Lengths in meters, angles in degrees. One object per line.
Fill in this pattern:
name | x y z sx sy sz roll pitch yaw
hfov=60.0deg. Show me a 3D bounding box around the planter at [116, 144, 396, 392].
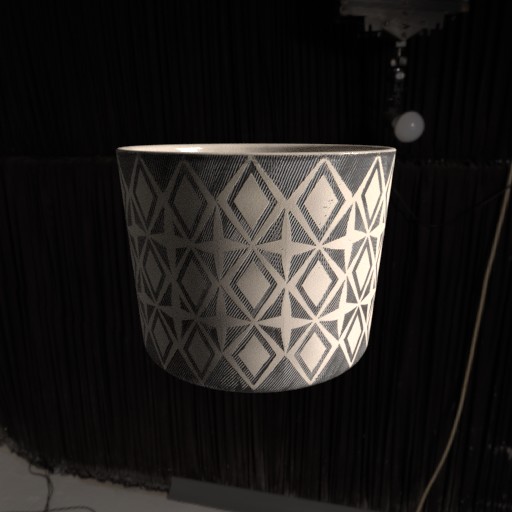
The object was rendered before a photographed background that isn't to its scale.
planter | 0.000 0.000 0.459 0.260 0.220 0.260 0 16 0
